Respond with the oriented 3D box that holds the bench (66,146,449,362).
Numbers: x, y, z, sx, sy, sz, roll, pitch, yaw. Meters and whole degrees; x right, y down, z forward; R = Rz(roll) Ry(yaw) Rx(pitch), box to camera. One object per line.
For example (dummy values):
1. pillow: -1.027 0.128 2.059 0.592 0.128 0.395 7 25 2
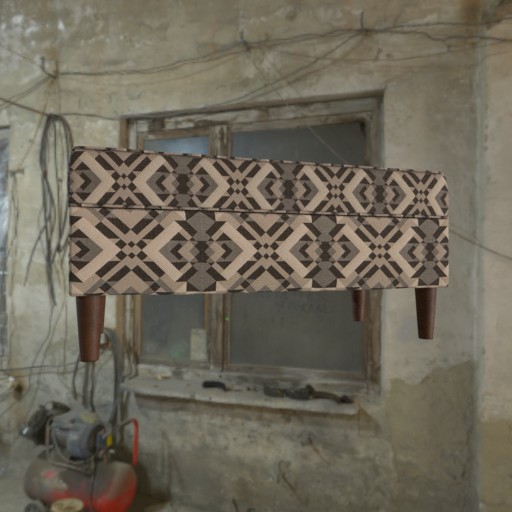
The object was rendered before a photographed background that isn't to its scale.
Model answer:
1. bench: 0.000 0.000 1.325 1.016 0.477 0.492 0 0 -18
